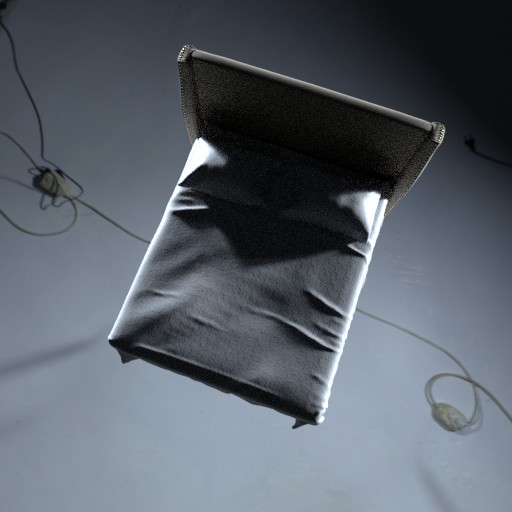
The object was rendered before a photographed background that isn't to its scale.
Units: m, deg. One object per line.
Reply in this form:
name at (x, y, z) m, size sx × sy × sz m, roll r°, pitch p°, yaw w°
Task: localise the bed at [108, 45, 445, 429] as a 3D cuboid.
bed at (0.000, 0.000, 3.410) m, size 1.925 × 1.332 × 2.276 m, roll 19°, pitch 76°, yaw 5°
